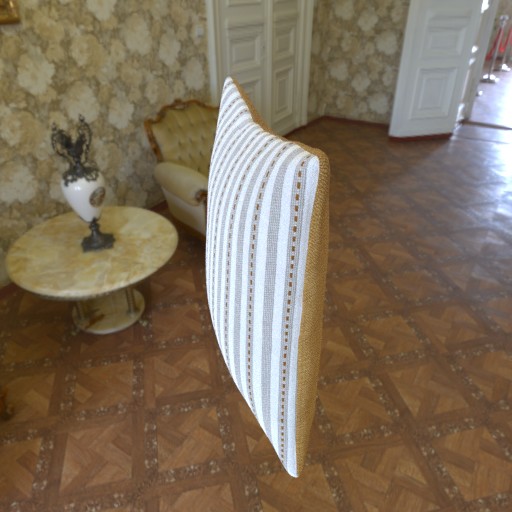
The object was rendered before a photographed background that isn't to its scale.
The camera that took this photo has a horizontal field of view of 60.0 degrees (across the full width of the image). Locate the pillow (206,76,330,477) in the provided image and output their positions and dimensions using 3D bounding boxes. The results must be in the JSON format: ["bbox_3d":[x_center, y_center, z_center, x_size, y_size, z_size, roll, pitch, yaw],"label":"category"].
[{"bbox_3d":[0.000,0.000,0.650,0.147,0.437,0.432,-7,32,-12],"label":"pillow"}]
